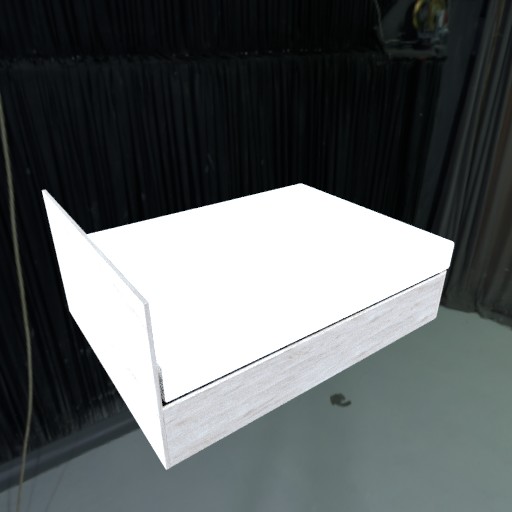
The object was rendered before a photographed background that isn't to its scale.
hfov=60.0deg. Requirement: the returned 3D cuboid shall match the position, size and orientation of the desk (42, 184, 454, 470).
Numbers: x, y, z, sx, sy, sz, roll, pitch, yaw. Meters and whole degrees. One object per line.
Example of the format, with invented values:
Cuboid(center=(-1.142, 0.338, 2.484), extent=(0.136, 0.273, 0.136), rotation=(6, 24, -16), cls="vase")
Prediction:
Cuboid(center=(0.000, 0.000, 2.613), extent=(1.900, 0.800, 1.400), rotation=(-18, 32, -31), cls="desk")
